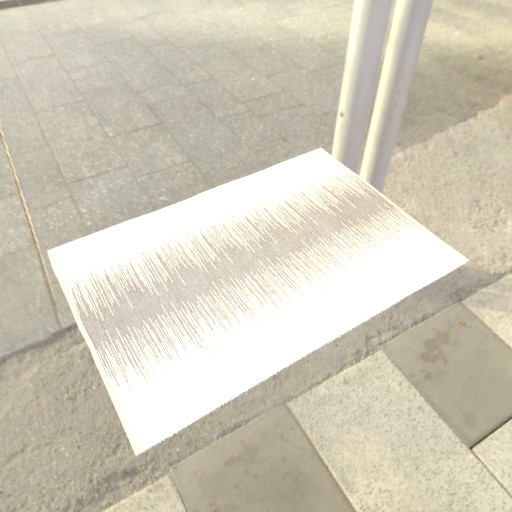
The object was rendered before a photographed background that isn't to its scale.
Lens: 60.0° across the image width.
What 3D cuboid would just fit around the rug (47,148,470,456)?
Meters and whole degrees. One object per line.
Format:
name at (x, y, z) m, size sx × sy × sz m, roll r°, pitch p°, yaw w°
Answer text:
rug at (0.000, 0.000, 2.283) m, size 1.815 × 0.007 × 1.226 m, roll -25°, pitch 51°, yaw -22°
